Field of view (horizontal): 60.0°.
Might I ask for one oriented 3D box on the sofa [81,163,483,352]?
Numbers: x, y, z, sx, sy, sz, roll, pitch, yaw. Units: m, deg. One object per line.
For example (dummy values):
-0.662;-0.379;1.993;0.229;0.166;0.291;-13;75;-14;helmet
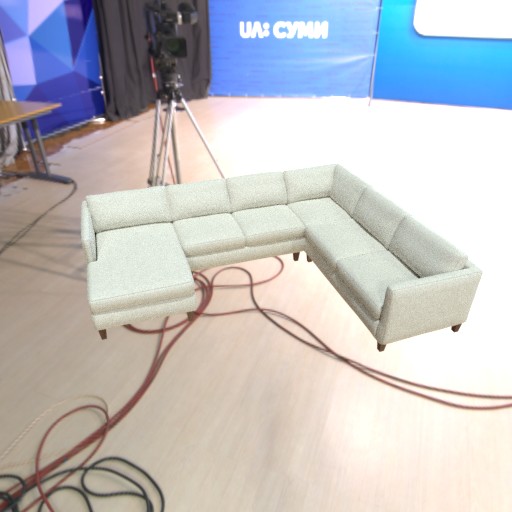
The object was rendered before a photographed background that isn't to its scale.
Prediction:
0.000;0.000;4.426;3.238;0.853;2.551;-10;34;-16;sofa
